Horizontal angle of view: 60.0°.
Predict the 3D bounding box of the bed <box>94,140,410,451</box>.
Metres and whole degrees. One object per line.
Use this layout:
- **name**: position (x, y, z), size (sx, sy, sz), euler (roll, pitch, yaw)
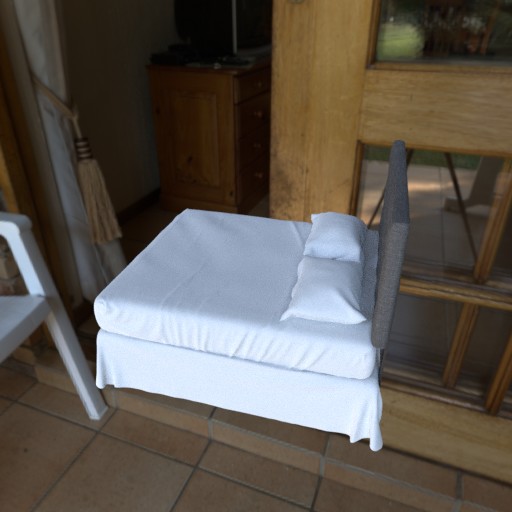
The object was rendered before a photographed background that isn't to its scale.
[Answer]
- **bed**: position (0.000, 0.000, 3.521), size (2.222, 1.577, 1.936), euler (8, 31, 13)
